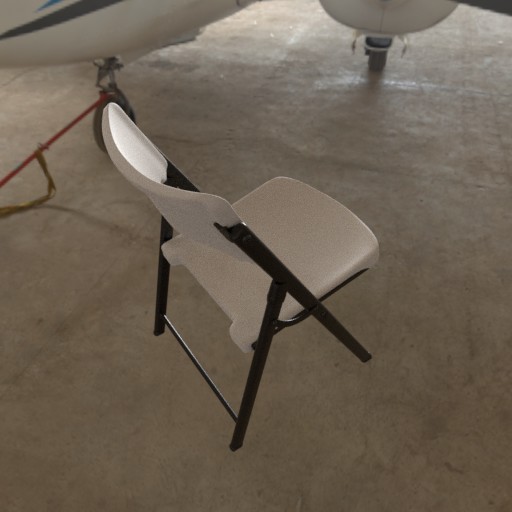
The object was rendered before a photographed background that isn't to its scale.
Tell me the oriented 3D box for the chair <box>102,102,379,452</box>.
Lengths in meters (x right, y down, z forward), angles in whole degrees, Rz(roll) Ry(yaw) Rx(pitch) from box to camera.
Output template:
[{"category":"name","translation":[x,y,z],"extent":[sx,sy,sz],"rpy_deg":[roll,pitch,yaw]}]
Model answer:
[{"category":"chair","translation":[0.000,0.000,1.124],"extent":[0.577,0.765,0.482],"rpy_deg":[-25,48,-25]}]
